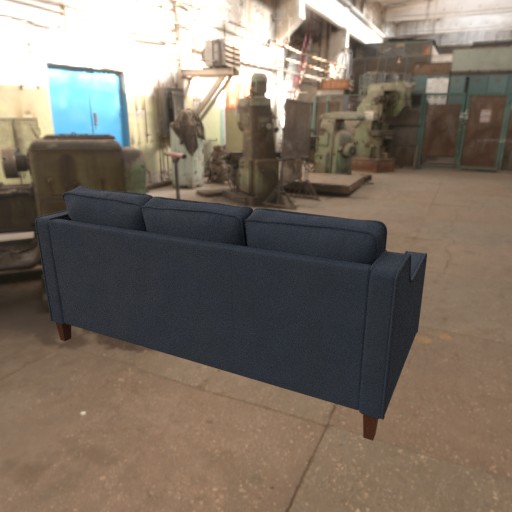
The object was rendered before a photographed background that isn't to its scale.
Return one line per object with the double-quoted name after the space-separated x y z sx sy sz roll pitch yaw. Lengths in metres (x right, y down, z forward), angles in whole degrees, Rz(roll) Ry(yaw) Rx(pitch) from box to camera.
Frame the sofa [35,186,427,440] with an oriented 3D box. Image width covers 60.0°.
0.000 0.000 3.239 2.317 1.066 1.858 9 19 26 "sofa"
